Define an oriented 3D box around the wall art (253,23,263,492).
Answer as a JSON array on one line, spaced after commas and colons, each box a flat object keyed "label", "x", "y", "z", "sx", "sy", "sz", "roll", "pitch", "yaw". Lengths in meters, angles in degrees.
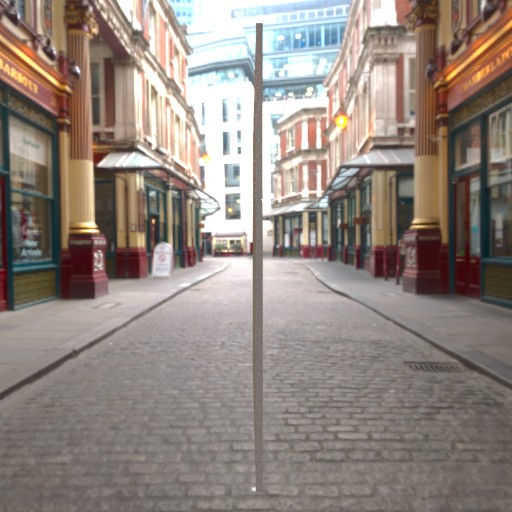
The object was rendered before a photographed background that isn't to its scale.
[{"label": "wall art", "x": 0.000, "y": 0.000, "z": 0.658, "sx": 0.007, "sy": 0.456, "sz": 0.456, "roll": 0, "pitch": 1, "yaw": -1}]
